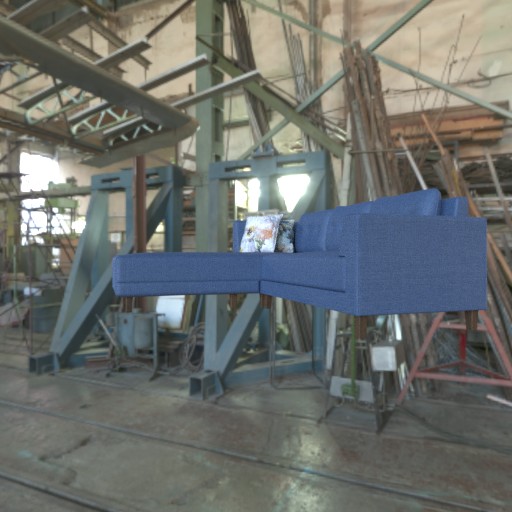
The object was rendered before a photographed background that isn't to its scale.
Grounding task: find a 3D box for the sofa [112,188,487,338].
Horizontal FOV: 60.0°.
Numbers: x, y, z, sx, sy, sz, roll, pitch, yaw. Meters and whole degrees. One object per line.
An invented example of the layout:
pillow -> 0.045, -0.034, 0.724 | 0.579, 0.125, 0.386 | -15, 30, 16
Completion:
sofa -> 0.000, 0.000, 3.025 | 1.829, 0.787, 2.120 | 0, 0, -19
